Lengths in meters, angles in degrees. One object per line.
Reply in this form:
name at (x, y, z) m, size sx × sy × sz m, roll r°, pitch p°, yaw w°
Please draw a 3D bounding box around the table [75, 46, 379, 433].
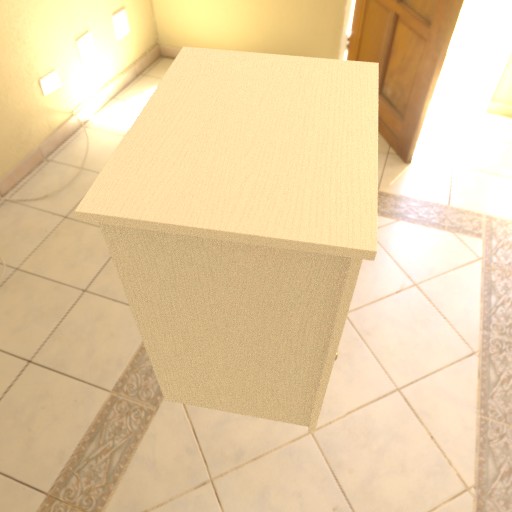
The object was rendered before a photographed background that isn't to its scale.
table at (0.000, 0.000, 0.934) m, size 0.381 × 0.635 × 0.480 m, roll 8°, pitch 49°, yaw 7°
